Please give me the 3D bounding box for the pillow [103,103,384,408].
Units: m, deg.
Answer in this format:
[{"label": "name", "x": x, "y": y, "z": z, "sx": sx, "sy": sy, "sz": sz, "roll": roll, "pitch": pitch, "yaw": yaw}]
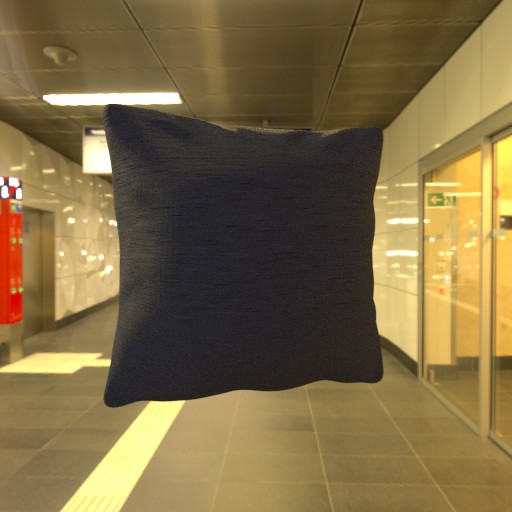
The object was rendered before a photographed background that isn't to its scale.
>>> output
[{"label": "pillow", "x": 0.000, "y": 0.000, "z": 0.660, "sx": 0.432, "sy": 0.414, "sz": 0.246, "roll": 0, "pitch": 1, "yaw": -17}]
